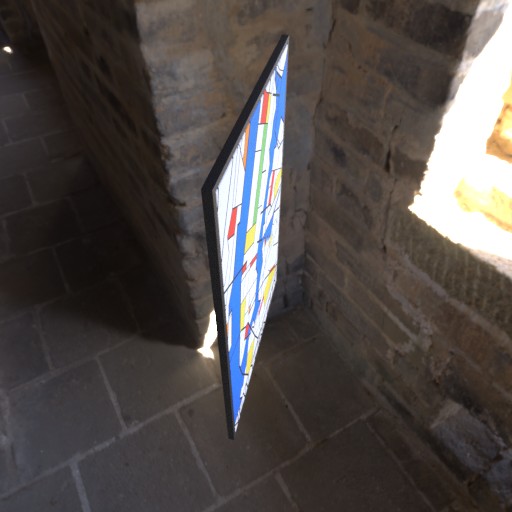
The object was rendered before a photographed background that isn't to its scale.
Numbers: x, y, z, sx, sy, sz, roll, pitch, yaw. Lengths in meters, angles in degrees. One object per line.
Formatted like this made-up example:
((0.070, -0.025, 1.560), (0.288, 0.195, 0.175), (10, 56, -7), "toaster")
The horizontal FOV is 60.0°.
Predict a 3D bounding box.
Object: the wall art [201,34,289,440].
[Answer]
((0.000, 0.000, 0.863), (0.013, 0.660, 0.460), (10, 47, 9), "wall art")
